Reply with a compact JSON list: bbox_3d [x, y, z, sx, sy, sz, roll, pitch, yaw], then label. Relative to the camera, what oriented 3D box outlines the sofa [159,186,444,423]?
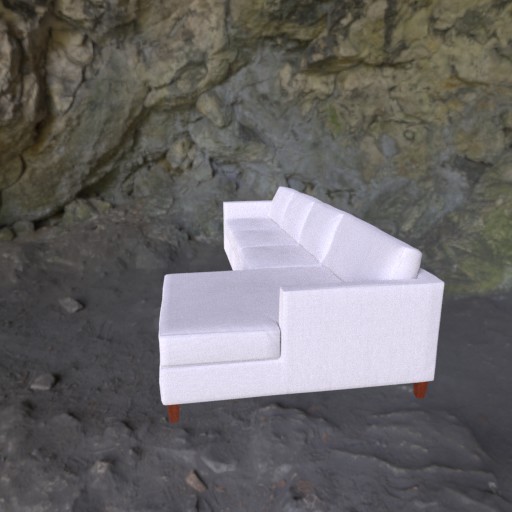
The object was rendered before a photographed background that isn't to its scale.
[{"bbox_3d":[0.000,0.000,4.037,1.599,0.954,3.471,-2,15,-9],"label":"sofa"}]
